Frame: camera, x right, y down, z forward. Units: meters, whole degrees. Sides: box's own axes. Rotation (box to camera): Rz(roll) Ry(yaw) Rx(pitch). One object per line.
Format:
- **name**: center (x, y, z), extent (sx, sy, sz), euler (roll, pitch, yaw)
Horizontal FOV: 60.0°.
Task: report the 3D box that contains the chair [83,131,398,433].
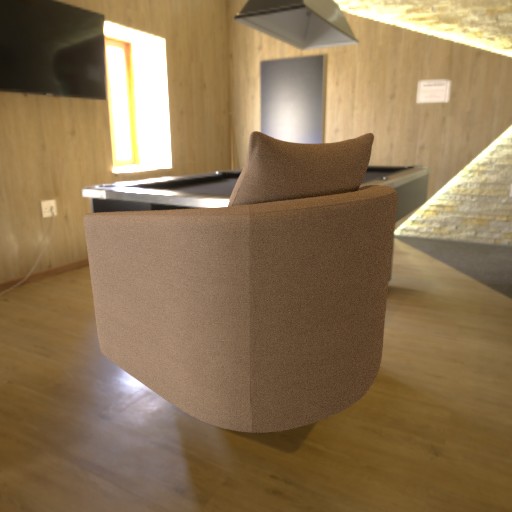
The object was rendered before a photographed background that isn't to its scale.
- **chair**: center (0.000, 0.000, 1.571), extent (0.910, 0.848, 0.845), euler (15, 21, 43)
